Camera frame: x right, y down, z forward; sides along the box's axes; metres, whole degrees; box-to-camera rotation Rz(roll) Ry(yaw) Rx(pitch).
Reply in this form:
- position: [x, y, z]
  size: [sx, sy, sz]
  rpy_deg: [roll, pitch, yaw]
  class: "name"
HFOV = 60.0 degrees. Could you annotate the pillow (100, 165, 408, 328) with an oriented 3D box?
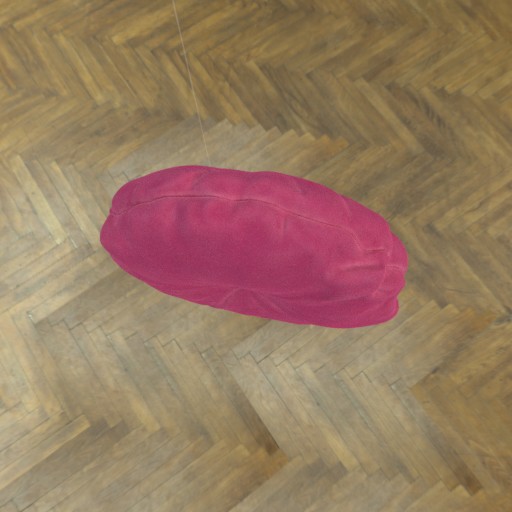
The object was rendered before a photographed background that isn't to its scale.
- position: [0.000, 0.000, 0.635]
  size: [0.428, 0.407, 0.148]
  rpy_deg: [12, 76, 3]
  class: "pillow"
